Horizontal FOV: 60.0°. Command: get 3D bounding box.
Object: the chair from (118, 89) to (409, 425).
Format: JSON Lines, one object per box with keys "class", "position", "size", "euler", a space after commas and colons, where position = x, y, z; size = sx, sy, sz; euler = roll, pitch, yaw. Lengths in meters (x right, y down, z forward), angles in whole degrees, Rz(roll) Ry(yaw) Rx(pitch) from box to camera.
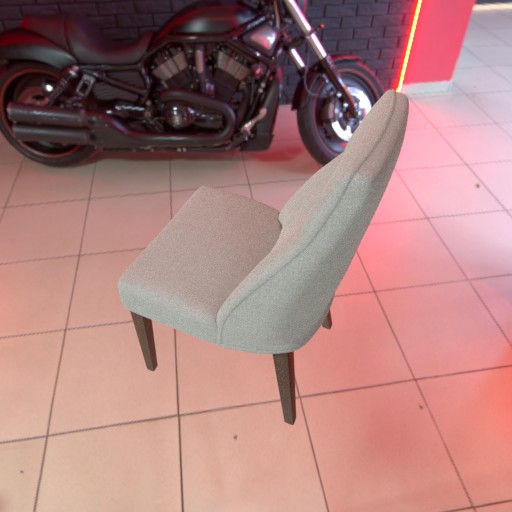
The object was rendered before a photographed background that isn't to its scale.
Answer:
{"class": "chair", "position": [0.000, 0.000, 1.253], "size": [0.620, 0.930, 0.500], "euler": [17, 47, 16]}
